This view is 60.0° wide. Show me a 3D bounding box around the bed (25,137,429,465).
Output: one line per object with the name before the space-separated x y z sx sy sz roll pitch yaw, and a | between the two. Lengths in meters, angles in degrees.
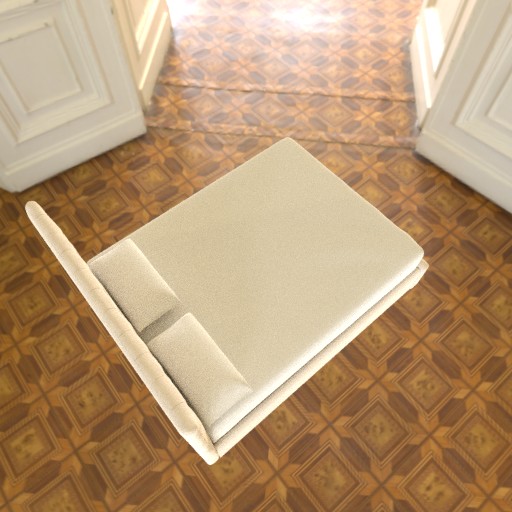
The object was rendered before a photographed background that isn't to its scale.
bed | 0.000 0.000 3.264 2.233 1.426 1.696 -36 66 -19
